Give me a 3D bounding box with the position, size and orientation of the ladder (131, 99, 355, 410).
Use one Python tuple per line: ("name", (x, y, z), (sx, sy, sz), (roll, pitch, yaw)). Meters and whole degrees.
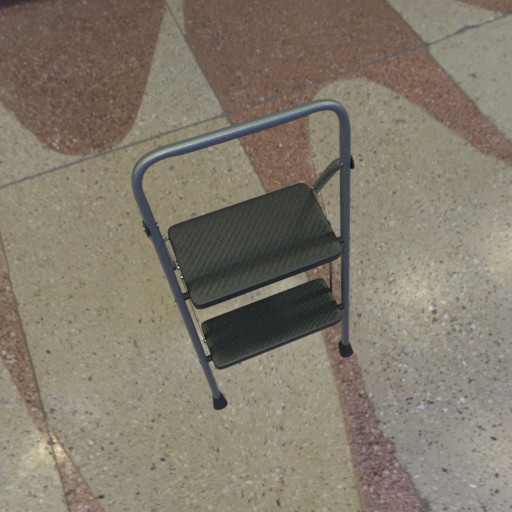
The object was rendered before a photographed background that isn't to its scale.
("ladder", (0.000, 0.000, 1.027), (0.430, 0.720, 0.472), (-20, 65, -10))
